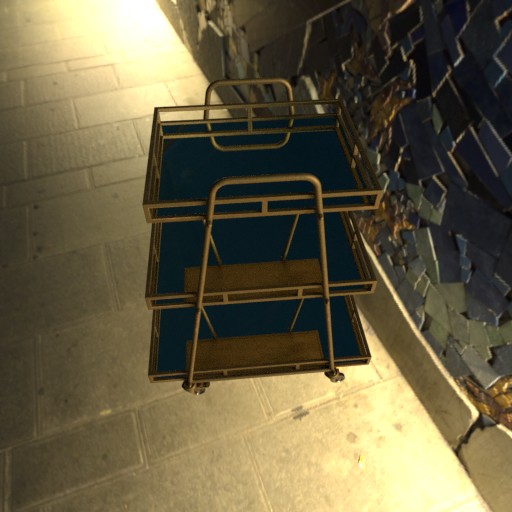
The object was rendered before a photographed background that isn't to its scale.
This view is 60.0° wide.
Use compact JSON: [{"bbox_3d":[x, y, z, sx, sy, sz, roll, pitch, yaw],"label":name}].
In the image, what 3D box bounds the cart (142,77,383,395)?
[{"bbox_3d":[0.000,0.000,1.301,0.711,0.883,0.441,-4,48,-4],"label":"cart"}]
